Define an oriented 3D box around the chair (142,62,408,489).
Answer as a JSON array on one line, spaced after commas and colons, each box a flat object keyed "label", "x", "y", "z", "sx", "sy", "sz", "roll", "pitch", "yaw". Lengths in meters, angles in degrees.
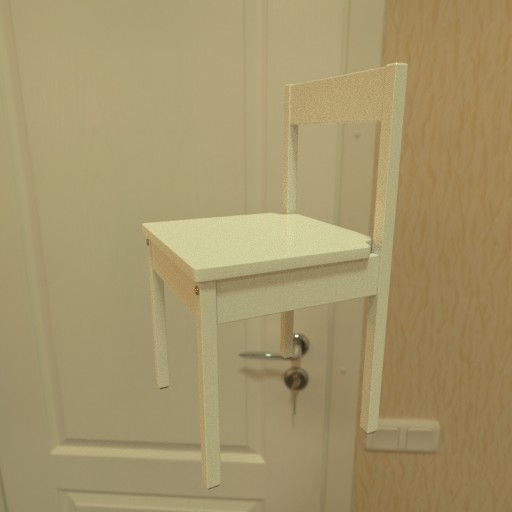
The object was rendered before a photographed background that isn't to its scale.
[{"label": "chair", "x": 0.000, "y": 0.000, "z": 0.859, "sx": 0.361, "sy": 0.668, "sz": 0.367, "roll": -7, "pitch": 17, "yaw": -24}]
